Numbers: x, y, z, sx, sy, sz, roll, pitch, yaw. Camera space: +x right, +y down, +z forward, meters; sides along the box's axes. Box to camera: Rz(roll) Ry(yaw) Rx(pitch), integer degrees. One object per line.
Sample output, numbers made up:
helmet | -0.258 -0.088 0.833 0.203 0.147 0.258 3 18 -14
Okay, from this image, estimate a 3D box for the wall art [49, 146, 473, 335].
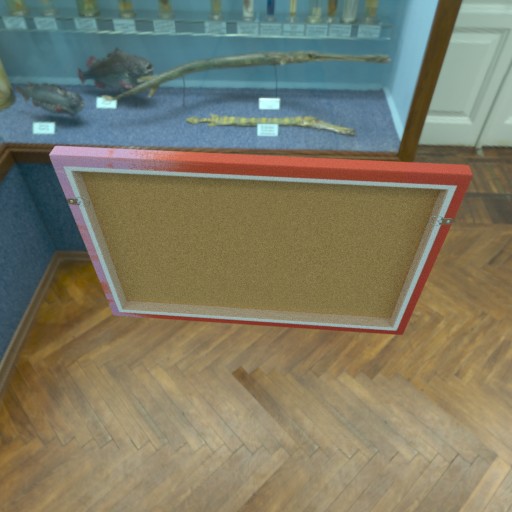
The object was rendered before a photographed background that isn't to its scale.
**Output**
wall art | 0.000 0.000 1.180 0.913 0.609 0.040 3 47 3
